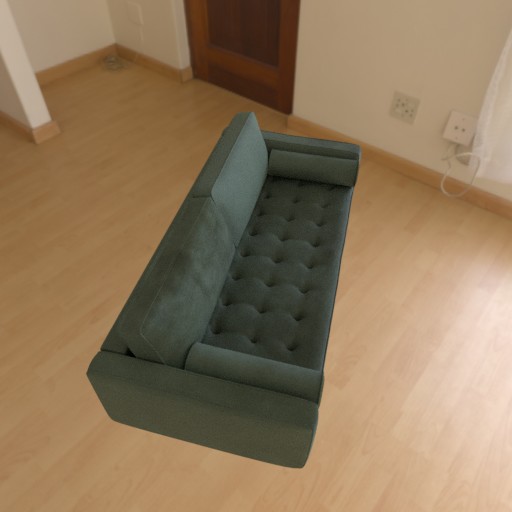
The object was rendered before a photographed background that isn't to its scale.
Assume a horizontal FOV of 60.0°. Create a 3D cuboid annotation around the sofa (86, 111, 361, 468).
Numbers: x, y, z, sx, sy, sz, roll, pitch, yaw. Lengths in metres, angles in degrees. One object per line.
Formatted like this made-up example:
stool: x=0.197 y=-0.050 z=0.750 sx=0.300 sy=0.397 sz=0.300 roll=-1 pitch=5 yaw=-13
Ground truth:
sofa: x=0.000 y=0.000 z=2.369 sx=0.916 sy=0.772 sz=1.880 roll=11 pitch=48 yaw=10
